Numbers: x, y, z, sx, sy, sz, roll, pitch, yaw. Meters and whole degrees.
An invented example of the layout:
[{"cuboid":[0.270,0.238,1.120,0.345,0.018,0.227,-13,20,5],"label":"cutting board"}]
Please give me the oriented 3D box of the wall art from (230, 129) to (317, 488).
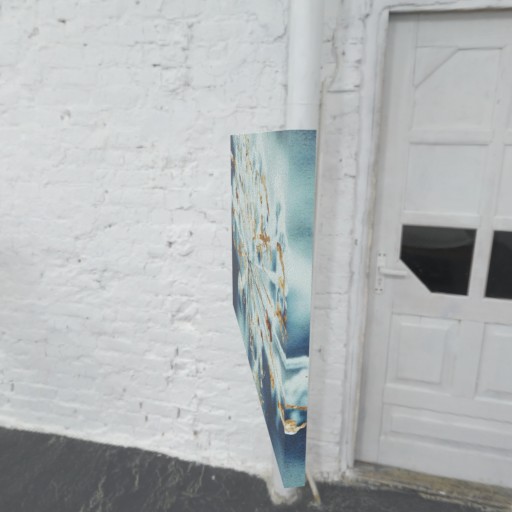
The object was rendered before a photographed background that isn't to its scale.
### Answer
[{"cuboid":[0.000,0.000,1.142,0.038,0.608,0.912,-2,15,-8],"label":"wall art"}]
